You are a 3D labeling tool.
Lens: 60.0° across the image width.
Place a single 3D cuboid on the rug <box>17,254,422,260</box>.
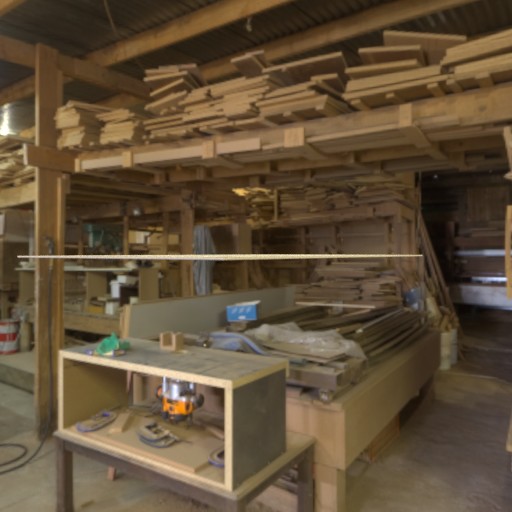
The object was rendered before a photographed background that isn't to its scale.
[{"bbox_3d":[0.000,0.000,3.006,1.524,0.011,2.438,0,0,36],"label":"rug"}]
